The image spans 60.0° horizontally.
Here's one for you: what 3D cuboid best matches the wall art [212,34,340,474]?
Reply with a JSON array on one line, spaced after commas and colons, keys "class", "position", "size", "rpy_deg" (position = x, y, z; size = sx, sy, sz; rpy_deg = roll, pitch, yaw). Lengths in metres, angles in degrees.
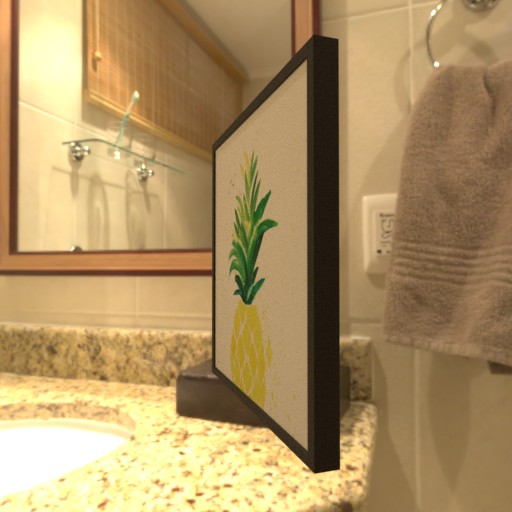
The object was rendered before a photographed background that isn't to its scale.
[{"class": "wall art", "position": [0.000, 0.000, 0.756], "size": [0.033, 0.507, 0.508], "rpy_deg": [0, -1, -19]}]
